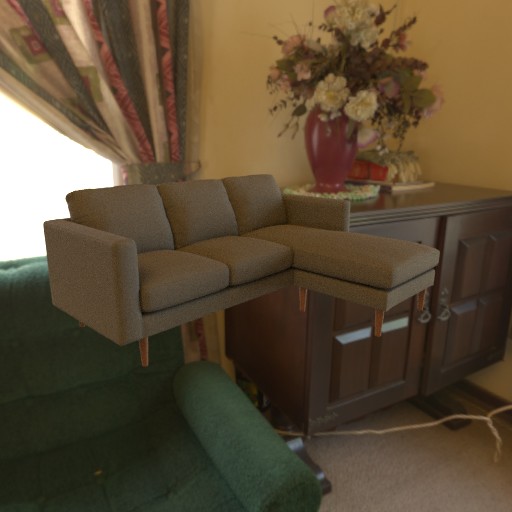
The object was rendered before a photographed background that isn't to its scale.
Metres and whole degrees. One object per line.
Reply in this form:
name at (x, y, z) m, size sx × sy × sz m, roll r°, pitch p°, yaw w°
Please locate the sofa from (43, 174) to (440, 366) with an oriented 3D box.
sofa at (0.000, 0.000, 2.862) m, size 1.591 × 0.897 × 2.031 m, roll 14°, pitch 20°, yaw 42°
